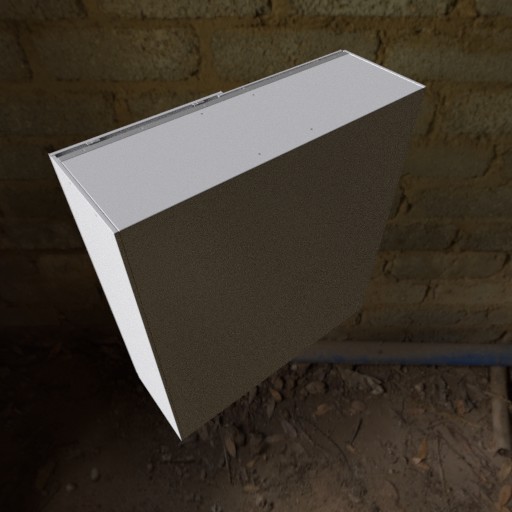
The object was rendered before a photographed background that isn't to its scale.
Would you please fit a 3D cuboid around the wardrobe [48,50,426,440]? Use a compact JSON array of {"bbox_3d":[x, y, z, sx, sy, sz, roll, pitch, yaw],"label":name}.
[{"bbox_3d":[0.000,0.000,2.826,1.780,1.960,0.629,-30,54,-25],"label":"wardrobe"}]
